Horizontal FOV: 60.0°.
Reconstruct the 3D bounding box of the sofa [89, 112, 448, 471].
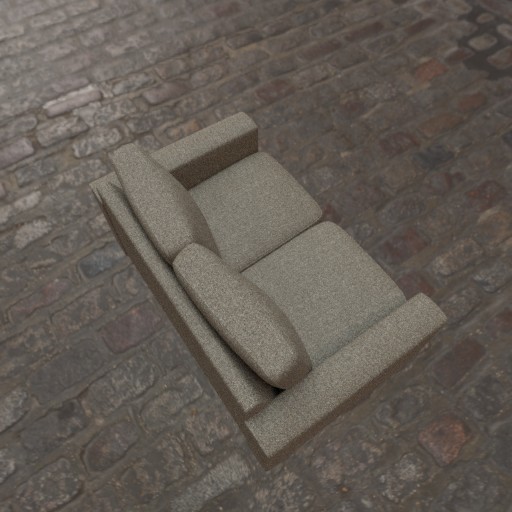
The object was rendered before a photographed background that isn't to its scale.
[{"bbox_3d":[0.000,0.000,2.227,1.016,0.873,1.616,-31,64,-17],"label":"sofa"}]
